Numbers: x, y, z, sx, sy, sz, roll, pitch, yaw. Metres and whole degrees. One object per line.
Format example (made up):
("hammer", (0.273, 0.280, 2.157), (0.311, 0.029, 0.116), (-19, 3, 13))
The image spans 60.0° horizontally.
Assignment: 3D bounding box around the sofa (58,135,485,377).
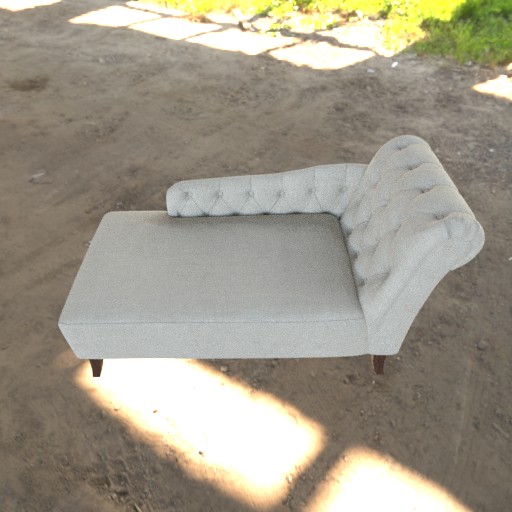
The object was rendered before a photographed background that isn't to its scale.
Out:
("sofa", (0.000, 0.000, 1.761), (1.379, 0.787, 0.675), (0, 41, 0))
